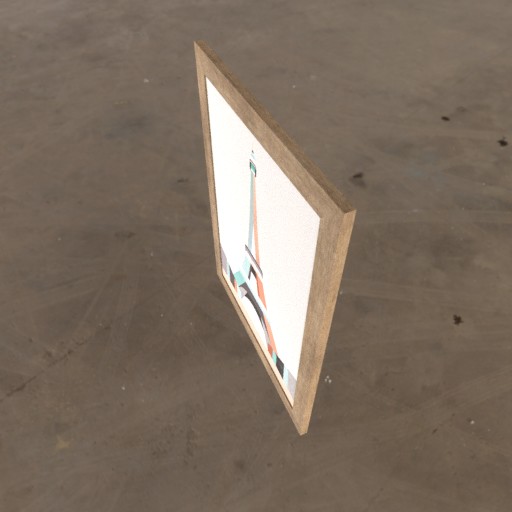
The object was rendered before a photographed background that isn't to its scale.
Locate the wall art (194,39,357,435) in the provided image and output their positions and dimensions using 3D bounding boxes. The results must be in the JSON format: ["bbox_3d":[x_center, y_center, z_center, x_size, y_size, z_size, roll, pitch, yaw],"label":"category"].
[{"bbox_3d":[0.000,0.000,0.933,0.018,0.686,0.534,-18,50,-16],"label":"wall art"}]
